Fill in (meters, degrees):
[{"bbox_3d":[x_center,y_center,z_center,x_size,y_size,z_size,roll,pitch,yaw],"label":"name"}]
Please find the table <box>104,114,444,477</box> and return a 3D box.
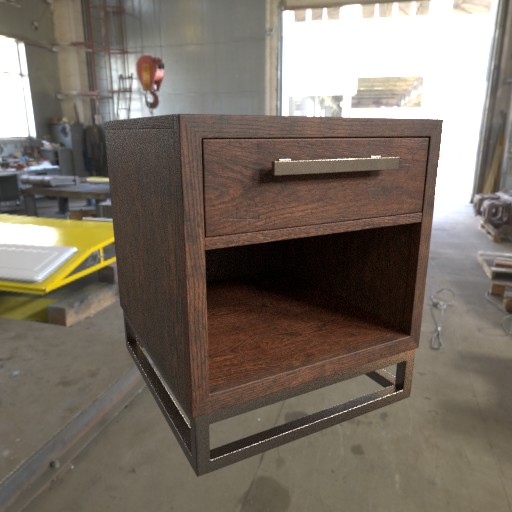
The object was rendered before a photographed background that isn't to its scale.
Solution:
[{"bbox_3d":[0.000,0.000,0.992,0.506,0.582,0.566,-8,18,-27],"label":"table"}]
